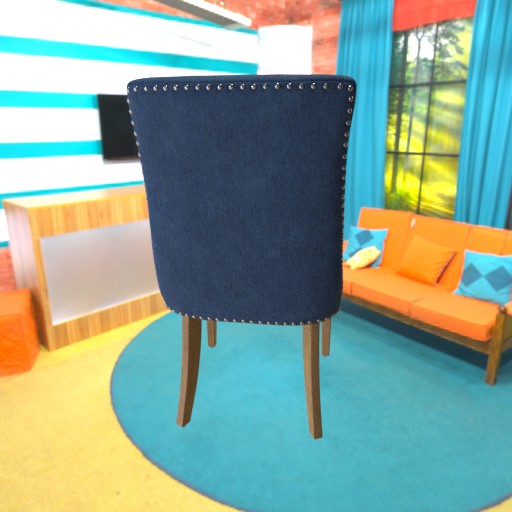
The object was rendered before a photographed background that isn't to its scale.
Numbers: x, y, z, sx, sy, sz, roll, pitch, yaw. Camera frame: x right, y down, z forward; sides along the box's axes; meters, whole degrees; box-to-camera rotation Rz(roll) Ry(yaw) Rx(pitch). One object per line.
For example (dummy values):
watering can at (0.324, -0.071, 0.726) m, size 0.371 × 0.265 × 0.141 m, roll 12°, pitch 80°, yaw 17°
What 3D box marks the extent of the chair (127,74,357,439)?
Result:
chair at (0.000, 0.000, 1.254) m, size 0.495 × 0.902 × 0.610 m, roll 3°, pitch 17°, yaw 9°
